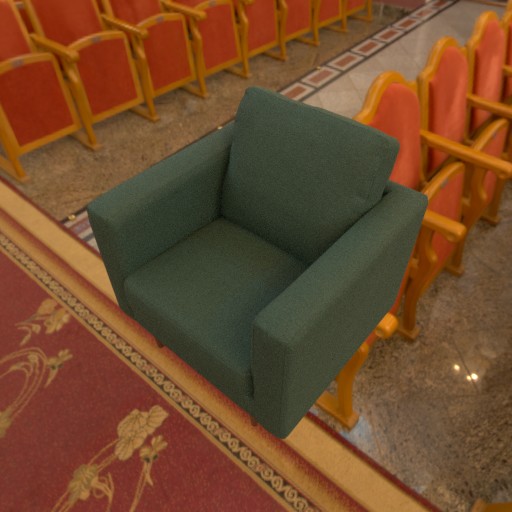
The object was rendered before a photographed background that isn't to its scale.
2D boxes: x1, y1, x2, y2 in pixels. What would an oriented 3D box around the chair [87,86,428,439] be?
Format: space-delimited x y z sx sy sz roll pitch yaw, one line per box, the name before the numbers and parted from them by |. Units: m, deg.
chair | 0.000 0.000 1.600 0.855 0.927 0.800 31 52 28
